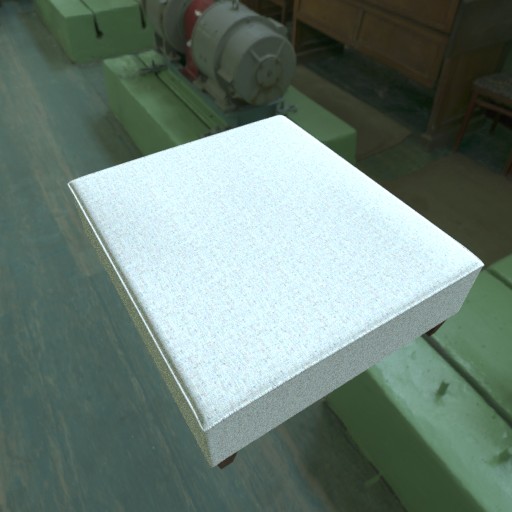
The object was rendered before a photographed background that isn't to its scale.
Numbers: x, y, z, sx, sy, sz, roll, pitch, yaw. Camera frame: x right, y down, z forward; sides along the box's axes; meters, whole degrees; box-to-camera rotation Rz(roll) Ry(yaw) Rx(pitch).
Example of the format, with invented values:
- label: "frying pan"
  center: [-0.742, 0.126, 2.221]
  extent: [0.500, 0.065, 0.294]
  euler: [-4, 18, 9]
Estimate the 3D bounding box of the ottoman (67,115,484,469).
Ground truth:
- label: "ottoman"
  center: [0.000, 0.000, 1.231]
  extent: [0.736, 0.303, 0.835]
  euler: [-24, 50, -22]
